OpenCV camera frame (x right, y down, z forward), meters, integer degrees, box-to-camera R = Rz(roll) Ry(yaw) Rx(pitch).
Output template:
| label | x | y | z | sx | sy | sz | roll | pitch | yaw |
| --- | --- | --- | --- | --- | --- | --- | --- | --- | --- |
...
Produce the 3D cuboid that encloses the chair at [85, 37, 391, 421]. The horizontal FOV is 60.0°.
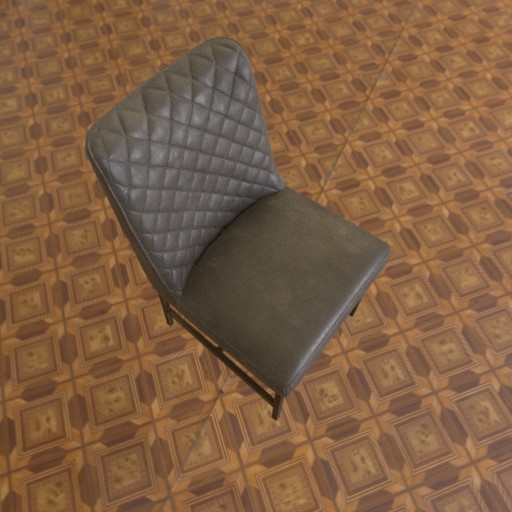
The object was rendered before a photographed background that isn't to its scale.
| label | x | y | z | sx | sy | sz | roll | pitch | yaw |
| --- | --- | --- | --- | --- | --- | --- | --- | --- | --- |
| chair | 0.000 | 0.000 | 1.222 | 0.587 | 0.889 | 0.508 | 34 | 65 | 18 |
